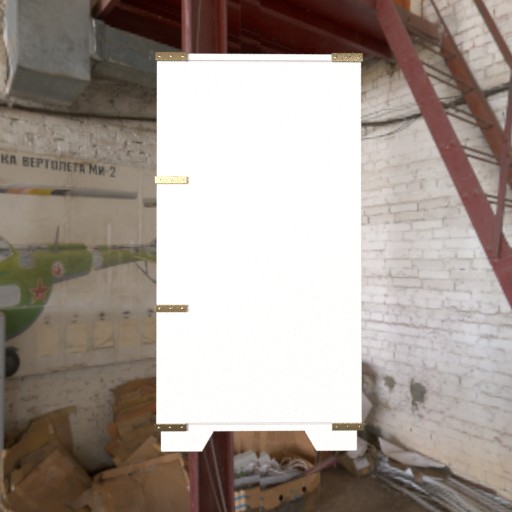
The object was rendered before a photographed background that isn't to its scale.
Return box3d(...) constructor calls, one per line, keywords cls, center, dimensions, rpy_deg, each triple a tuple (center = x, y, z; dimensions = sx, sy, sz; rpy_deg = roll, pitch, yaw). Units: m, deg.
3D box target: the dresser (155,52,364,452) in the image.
box3d(cls="dresser", center=(0.000, 0.000, 1.486), dimensions=(0.460, 0.891, 1.022), rpy_deg=(0, 0, -1))
